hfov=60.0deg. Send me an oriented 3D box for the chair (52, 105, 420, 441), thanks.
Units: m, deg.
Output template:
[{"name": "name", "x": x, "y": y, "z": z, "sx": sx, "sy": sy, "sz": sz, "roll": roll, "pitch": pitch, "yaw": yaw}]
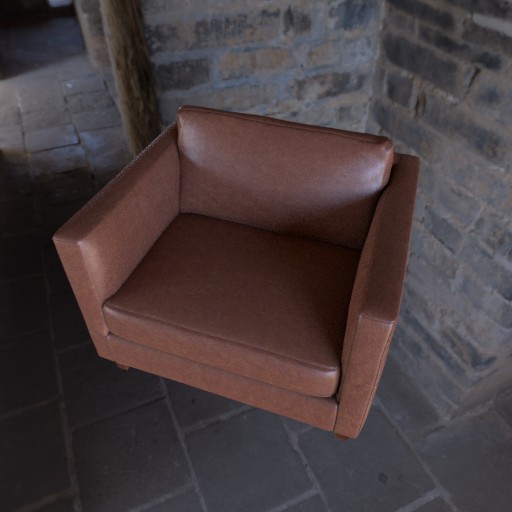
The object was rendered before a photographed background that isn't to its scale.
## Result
[{"name": "chair", "x": 0.000, "y": 0.000, "z": 1.784, "sx": 1.107, "sy": 0.917, "sz": 0.959, "roll": 13, "pitch": 44, "yaw": 14}]
